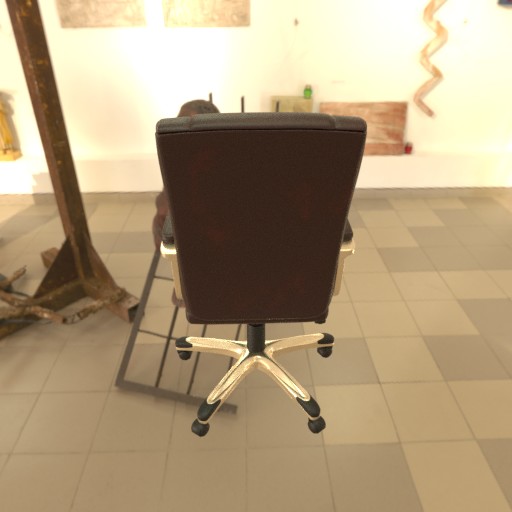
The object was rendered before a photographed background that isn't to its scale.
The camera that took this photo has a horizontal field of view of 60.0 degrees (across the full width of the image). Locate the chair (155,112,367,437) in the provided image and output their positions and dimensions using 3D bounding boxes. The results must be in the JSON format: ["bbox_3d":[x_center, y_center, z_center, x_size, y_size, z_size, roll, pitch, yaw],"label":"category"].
[{"bbox_3d":[0.000,0.000,1.509,0.662,1.107,0.739,-1,31,-2],"label":"chair"}]
